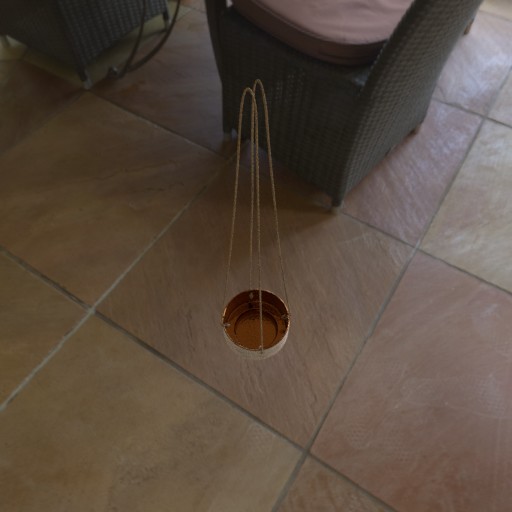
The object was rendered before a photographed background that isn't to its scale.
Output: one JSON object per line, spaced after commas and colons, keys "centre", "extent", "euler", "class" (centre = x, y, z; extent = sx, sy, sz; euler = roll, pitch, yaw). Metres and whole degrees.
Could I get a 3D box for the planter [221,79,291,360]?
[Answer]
{"centre": [0.000, 0.000, 1.131], "extent": [0.223, 1.030, 0.223], "euler": [31, 63, 18], "class": "planter"}
